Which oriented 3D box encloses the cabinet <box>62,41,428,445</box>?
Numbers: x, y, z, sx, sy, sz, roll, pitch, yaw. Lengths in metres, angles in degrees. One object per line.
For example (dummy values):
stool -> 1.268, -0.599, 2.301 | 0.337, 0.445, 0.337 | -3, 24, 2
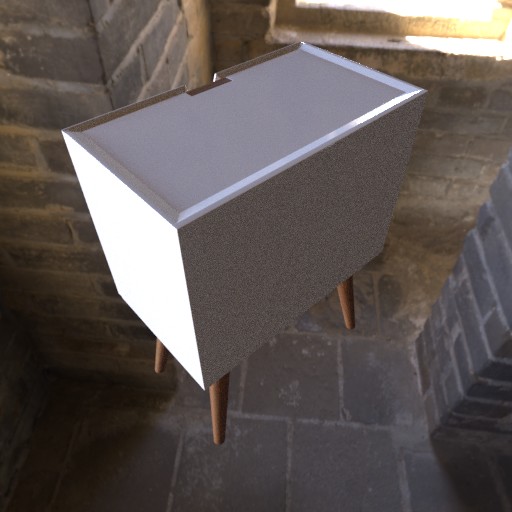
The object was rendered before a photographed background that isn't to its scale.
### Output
cabinet -> 0.000, 0.000, 1.084 | 0.591, 0.772, 0.344 | -33, 54, -28
